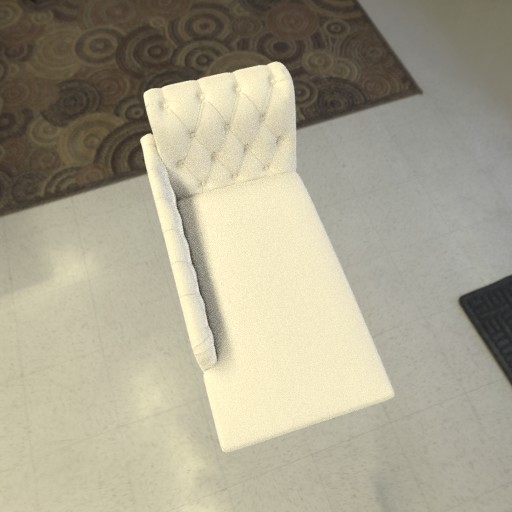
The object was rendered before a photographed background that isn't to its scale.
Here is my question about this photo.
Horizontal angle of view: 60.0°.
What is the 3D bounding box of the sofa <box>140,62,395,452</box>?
[{"bbox_3d":[0.000,0.000,1.853,0.675,0.787,1.379,-15,65,-7],"label":"sofa"}]
